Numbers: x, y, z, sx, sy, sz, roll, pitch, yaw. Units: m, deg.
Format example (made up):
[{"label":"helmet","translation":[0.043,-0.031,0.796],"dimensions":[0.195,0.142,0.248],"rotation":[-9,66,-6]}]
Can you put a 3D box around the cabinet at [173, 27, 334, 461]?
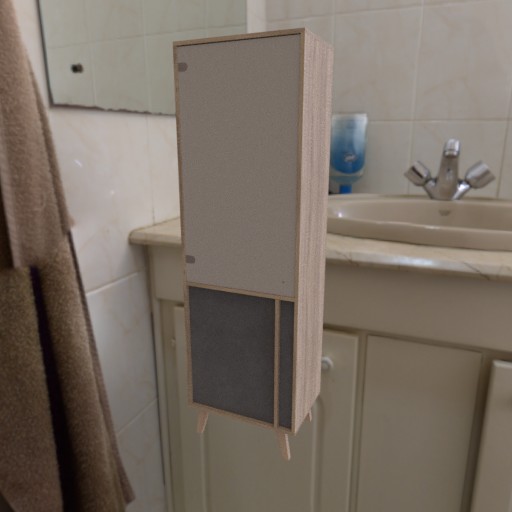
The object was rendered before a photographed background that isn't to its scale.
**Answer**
[{"label":"cabinet","translation":[0.000,0.000,2.112],"dimensions":[0.570,1.850,0.400],"rotation":[7,16,24]}]
